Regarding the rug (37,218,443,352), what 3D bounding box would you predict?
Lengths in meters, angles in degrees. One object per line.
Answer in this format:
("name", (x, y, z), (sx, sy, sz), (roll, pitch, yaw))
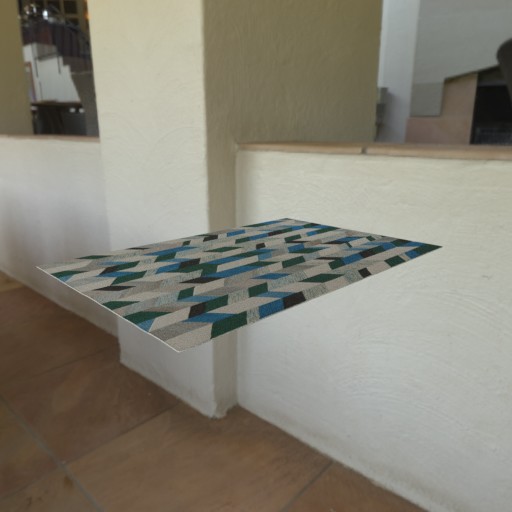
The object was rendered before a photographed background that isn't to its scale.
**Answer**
("rug", (0.000, 0.000, 2.369), (1.827, 0.005, 1.229), (-15, 21, -42))
